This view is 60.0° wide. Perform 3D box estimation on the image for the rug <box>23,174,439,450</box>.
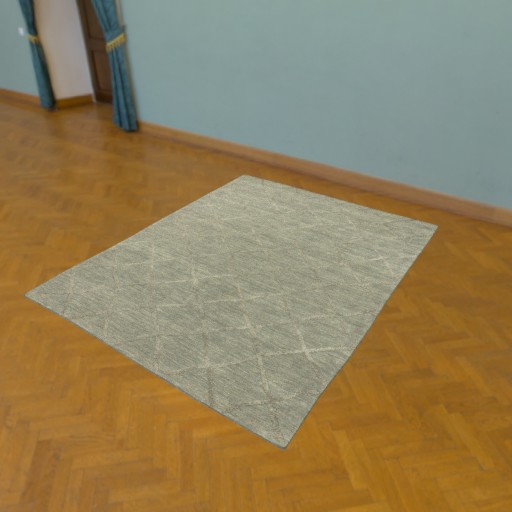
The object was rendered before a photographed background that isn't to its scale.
[{"bbox_3d":[0.000,0.000,3.993,2.438,0.013,3.048,20,38,28],"label":"rug"}]
